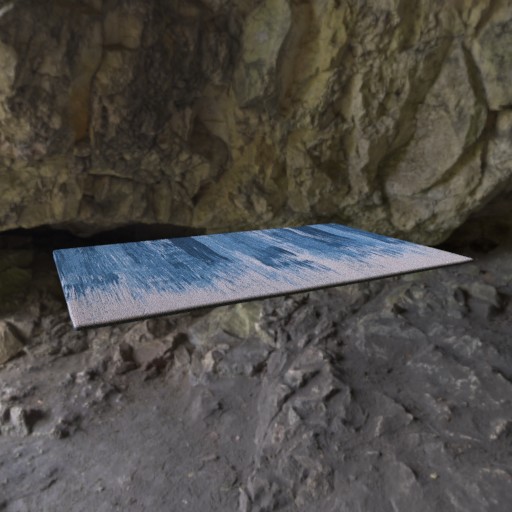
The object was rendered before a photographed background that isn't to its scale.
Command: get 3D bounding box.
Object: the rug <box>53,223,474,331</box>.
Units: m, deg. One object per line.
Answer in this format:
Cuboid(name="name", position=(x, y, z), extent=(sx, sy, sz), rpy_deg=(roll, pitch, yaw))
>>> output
Cuboid(name="rug", position=(0.000, 0.000, 3.004), extent=(2.450, 0.027, 1.540), rpy_deg=(-7, 16, -26))
